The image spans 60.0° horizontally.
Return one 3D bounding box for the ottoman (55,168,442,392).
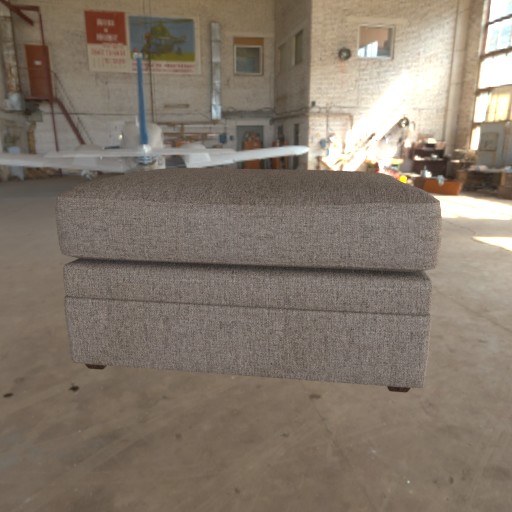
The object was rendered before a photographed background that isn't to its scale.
[{"bbox_3d":[0.000,0.000,1.274,0.885,0.478,0.637,2,15,8],"label":"ottoman"}]
